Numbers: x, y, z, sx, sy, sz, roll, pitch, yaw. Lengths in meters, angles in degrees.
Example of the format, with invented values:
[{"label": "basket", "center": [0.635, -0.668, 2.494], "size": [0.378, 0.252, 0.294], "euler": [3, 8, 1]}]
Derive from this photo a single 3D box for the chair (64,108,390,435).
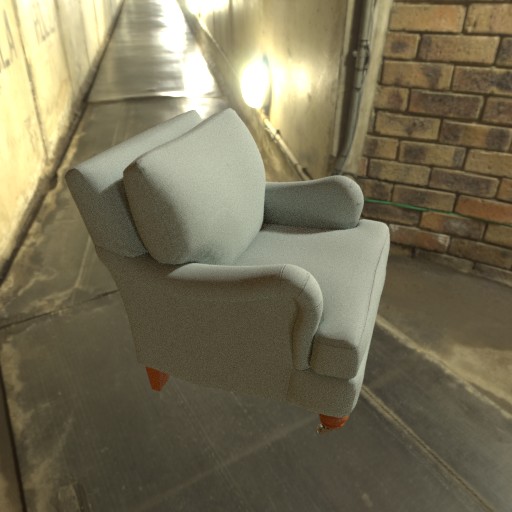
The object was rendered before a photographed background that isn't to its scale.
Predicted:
[{"label": "chair", "center": [0.000, 0.000, 1.905], "size": [1.070, 1.038, 0.955], "euler": [11, 33, 17]}]
